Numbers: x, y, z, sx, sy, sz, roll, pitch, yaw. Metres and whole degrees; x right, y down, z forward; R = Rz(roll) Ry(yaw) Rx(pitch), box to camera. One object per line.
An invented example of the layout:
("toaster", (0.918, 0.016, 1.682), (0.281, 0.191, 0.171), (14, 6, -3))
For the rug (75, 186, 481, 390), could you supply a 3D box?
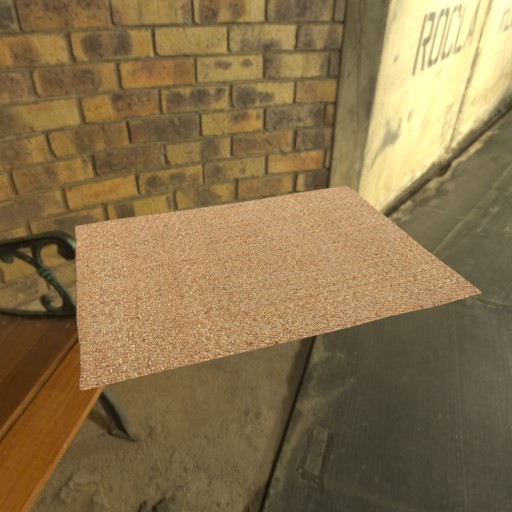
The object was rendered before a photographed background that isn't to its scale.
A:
("rug", (0.000, 0.000, 2.780), (2.141, 0.013, 1.566), (-11, 34, -16))
